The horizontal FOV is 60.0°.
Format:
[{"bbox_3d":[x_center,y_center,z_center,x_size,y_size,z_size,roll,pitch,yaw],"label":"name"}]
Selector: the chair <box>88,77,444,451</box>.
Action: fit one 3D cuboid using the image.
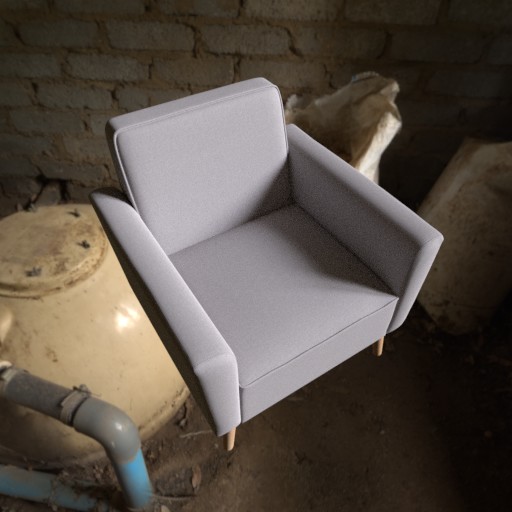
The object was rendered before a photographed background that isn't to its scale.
[{"bbox_3d":[0.000,0.000,1.419,0.780,0.780,0.750,-25,51,-22],"label":"chair"}]
